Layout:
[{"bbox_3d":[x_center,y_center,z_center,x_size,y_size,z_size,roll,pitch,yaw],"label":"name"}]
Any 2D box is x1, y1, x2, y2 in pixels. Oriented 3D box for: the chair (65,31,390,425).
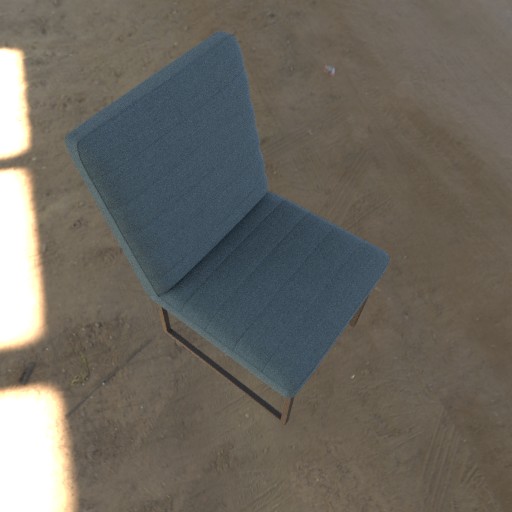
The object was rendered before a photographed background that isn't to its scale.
[{"bbox_3d":[0.000,0.000,1.282,0.634,0.930,0.520,33,62,20],"label":"chair"}]
